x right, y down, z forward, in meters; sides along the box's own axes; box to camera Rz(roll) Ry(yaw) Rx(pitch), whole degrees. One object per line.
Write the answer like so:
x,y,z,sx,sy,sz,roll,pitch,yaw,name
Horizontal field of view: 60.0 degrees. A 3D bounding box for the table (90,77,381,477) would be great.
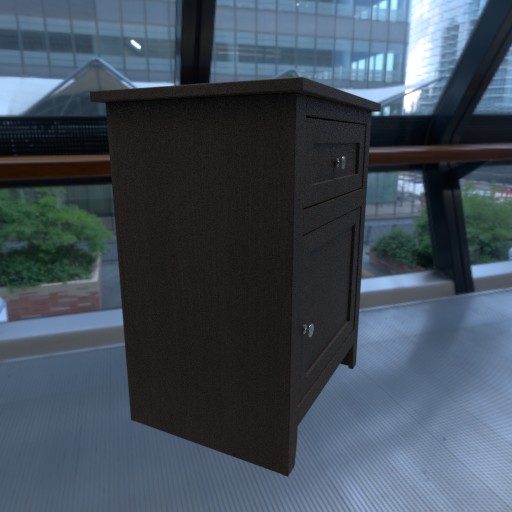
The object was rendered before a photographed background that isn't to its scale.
0.000,0.000,0.944,0.381,0.635,0.480,7,16,26,table
